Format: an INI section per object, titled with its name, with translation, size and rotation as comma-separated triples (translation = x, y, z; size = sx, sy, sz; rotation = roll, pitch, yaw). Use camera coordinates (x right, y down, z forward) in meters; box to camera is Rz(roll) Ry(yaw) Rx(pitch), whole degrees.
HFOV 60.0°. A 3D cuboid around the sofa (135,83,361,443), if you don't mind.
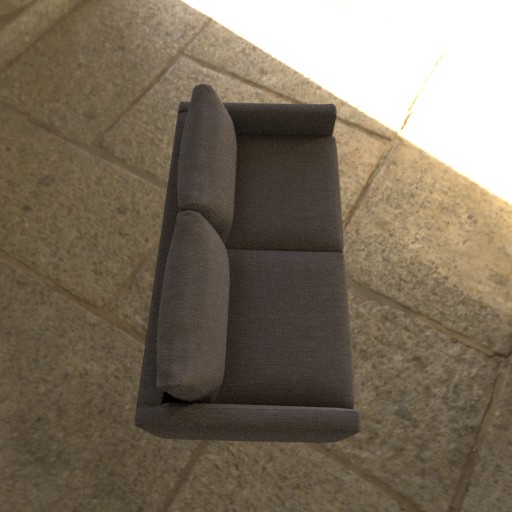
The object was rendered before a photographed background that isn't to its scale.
[sofa]
translation = 0.000, 0.000, 2.194
size = 0.875, 0.840, 1.682
rotation = 1, 63, 1
